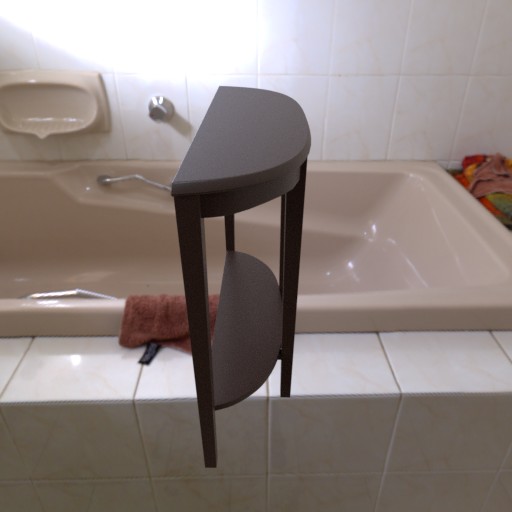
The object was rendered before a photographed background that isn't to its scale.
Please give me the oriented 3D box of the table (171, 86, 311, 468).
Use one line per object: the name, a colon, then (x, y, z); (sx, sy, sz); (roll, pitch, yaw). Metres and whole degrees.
table: (0.000, 0.000, 1.361); (0.274, 0.831, 0.909); (1, 31, 1)
